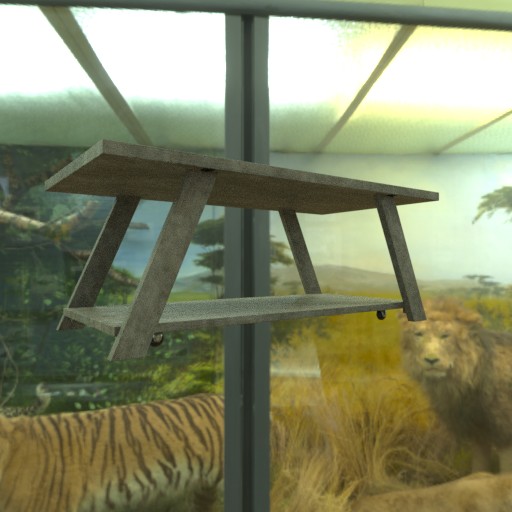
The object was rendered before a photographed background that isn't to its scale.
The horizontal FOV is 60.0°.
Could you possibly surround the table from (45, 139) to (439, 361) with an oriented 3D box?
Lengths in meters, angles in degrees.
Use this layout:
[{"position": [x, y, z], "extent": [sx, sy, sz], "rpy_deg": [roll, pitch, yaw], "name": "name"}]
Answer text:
[{"position": [0.000, 0.000, 1.518], "extent": [1.219, 0.470, 0.610], "rpy_deg": [1, -1, -36], "name": "table"}]
